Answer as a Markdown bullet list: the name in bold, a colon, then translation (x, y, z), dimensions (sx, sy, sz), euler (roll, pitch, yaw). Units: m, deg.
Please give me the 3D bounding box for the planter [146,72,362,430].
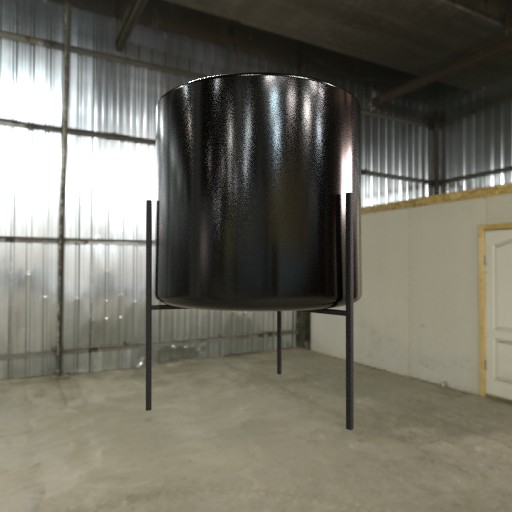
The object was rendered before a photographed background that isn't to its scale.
- **planter**: translation (0.000, 0.000, 0.668), dimensions (0.310, 0.432, 0.310), euler (0, 0, 0)
